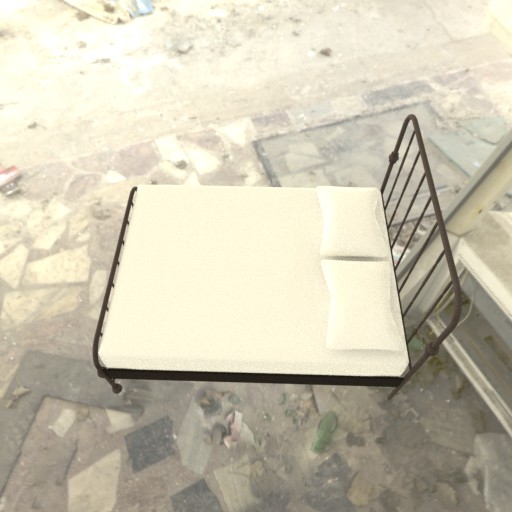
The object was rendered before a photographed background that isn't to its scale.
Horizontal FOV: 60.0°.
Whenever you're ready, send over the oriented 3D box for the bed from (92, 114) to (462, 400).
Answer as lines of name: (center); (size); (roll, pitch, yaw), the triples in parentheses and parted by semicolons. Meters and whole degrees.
bed: (0.000, 0.000, 3.176); (2.134, 1.446, 1.616); (1, 56, 1)
